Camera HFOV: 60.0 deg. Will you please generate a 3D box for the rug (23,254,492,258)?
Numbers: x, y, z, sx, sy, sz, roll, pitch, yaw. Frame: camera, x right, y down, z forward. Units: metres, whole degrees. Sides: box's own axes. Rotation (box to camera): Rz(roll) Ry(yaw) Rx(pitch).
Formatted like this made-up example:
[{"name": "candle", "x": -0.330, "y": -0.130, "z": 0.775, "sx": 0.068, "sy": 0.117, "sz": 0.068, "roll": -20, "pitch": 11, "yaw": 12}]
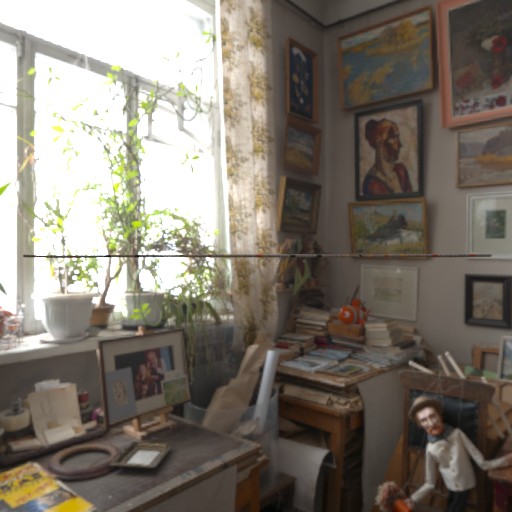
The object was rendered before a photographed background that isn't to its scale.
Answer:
[{"name": "rug", "x": 0.000, "y": 0.000, "z": 2.640, "sx": 2.419, "sy": 0.022, "sz": 0.744, "roll": 0, "pitch": 0, "yaw": 2}]
